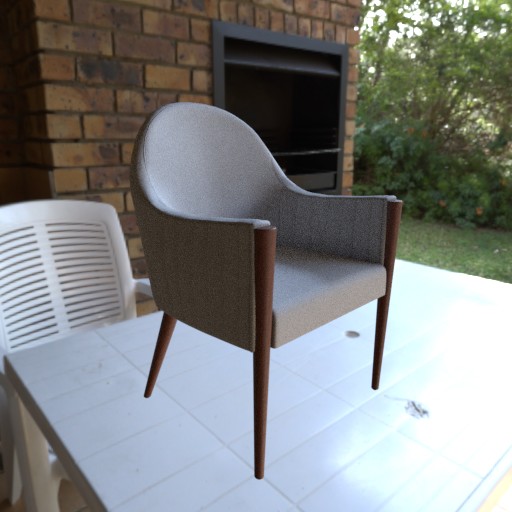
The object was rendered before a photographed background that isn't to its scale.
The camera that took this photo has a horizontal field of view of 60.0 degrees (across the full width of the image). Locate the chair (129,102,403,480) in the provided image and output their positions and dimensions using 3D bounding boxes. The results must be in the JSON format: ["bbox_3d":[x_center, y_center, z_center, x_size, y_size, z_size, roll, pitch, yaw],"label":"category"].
[{"bbox_3d":[0.000,0.000,1.311,0.620,0.889,0.610,14,21,42],"label":"chair"}]
